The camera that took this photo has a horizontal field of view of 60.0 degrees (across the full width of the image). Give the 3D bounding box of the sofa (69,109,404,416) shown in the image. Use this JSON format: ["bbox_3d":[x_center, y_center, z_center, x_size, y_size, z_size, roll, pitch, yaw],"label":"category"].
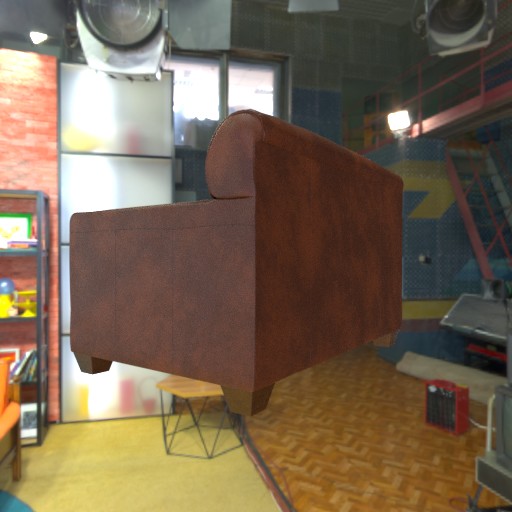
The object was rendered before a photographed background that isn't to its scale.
[{"bbox_3d":[0.000,0.000,2.107,1.000,0.956,1.413,0,0,36],"label":"sofa"}]
